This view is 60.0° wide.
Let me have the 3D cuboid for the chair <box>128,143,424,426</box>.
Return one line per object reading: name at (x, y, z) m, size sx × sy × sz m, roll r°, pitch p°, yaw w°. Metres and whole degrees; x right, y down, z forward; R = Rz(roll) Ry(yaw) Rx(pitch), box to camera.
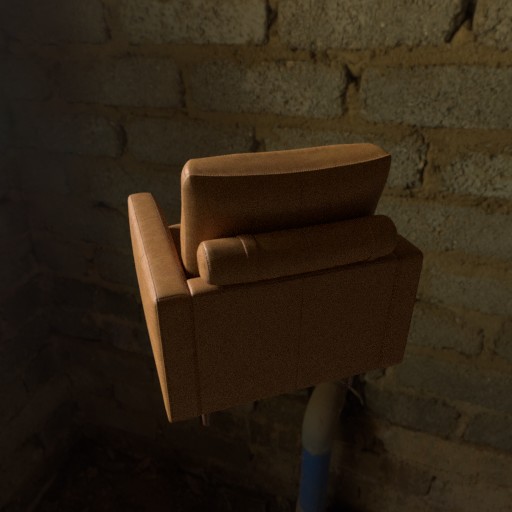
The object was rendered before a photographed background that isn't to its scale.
chair at (0.000, 0.000, 1.596) m, size 0.831 × 0.896 × 0.868 m, roll -9°, pitch 30°, yaw -16°
